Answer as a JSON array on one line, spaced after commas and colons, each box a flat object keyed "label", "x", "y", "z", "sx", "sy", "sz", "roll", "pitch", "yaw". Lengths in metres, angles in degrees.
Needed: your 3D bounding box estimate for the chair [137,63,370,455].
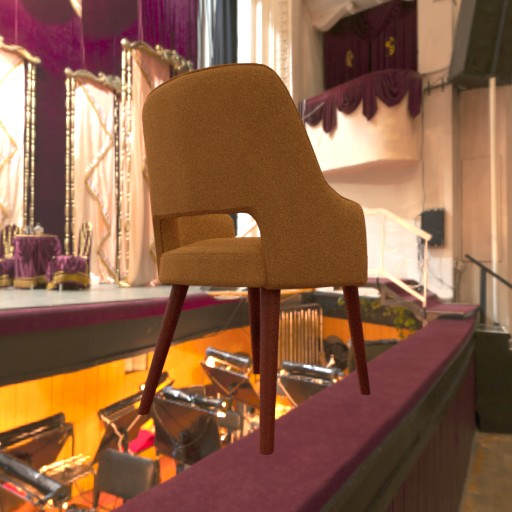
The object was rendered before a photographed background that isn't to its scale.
[{"label": "chair", "x": 0.000, "y": 0.000, "z": 1.268, "sx": 0.548, "sy": 0.849, "sz": 0.605, "roll": 0, "pitch": -1, "yaw": 37}]
